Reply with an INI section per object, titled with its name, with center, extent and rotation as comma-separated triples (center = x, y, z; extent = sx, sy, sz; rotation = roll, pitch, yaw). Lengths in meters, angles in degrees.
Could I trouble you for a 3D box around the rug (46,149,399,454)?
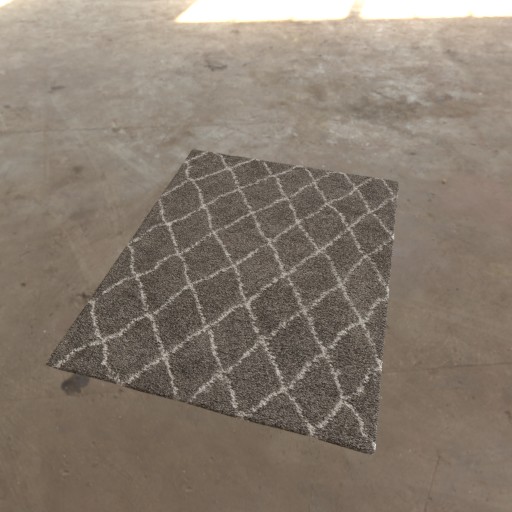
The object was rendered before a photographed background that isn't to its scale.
[rug]
center = 0.000, 0.000, 4.108
extent = 2.438, 0.029, 3.047
rotation = 11, 47, 11
